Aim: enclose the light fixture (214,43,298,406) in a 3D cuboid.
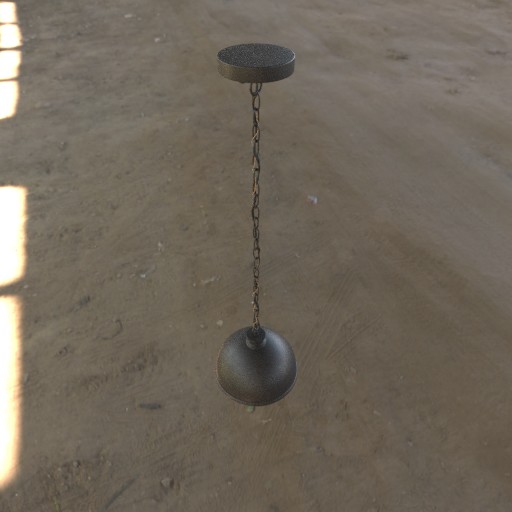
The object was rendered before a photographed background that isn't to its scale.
[{"bbox_3d":[0.000,0.000,1.264,0.304,1.090,0.304,25,47,26],"label":"light fixture"}]
